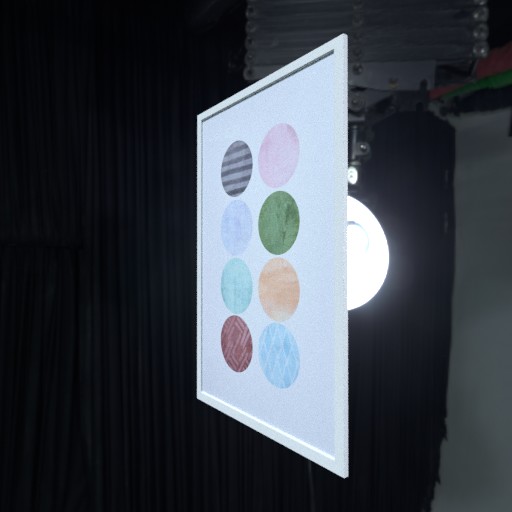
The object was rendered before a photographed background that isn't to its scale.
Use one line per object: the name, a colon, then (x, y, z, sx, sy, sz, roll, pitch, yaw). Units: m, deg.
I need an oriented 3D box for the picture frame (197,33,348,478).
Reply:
picture frame: (0.000, 0.000, 1.209, 0.013, 0.940, 0.659, 0, -1, -35)
